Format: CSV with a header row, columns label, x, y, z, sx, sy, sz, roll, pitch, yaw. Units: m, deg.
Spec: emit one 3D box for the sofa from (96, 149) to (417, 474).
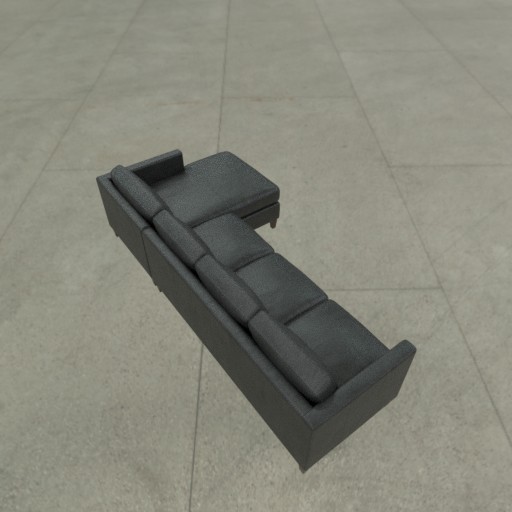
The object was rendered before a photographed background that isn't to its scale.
label,x,y,z,sx,sy,sz,roll,pitch,yaw
sofa,0.000,0.000,3.983,1.581,0.883,3.203,-27,50,-26
